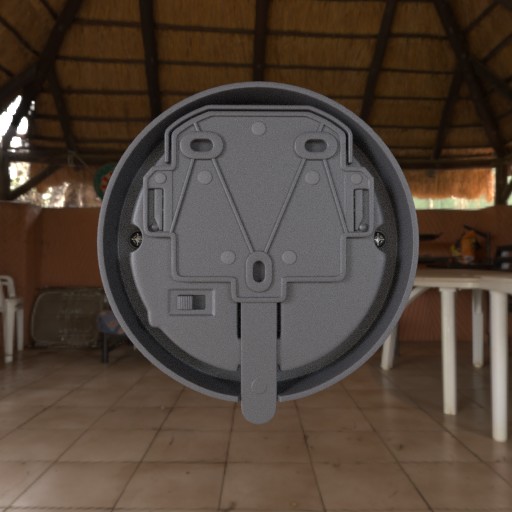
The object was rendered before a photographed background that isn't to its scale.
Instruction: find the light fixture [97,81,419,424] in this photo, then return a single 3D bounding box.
[{"bbox_3d":[0.000,0.000,0.263,0.134,0.143,0.160,0,-1,-1],"label":"light fixture"}]
